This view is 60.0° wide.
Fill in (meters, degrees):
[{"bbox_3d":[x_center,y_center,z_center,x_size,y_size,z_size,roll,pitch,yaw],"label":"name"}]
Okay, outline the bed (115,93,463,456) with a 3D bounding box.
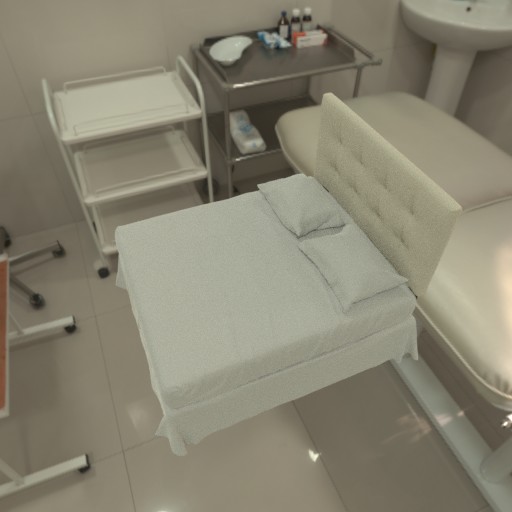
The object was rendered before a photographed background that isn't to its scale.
[{"bbox_3d":[0.000,0.000,3.476,2.222,1.577,1.936,-17,49,-16],"label":"bed"}]
